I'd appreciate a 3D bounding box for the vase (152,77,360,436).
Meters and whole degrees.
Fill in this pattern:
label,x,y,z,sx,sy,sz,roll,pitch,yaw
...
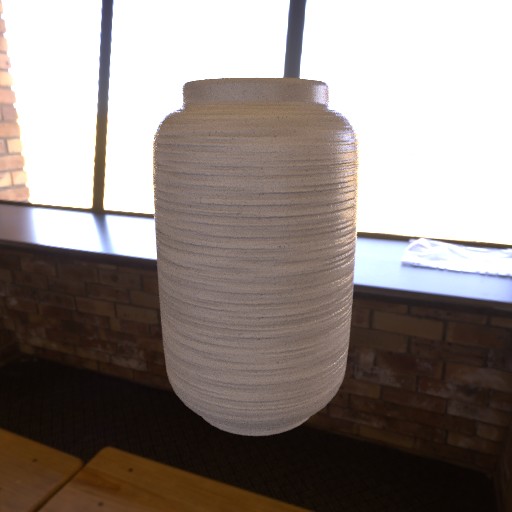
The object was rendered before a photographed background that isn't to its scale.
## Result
label,x,y,z,sx,sy,sz,roll,pitch,yaw
vase,0.000,0.000,0.462,0.202,0.335,0.202,0,17,0
